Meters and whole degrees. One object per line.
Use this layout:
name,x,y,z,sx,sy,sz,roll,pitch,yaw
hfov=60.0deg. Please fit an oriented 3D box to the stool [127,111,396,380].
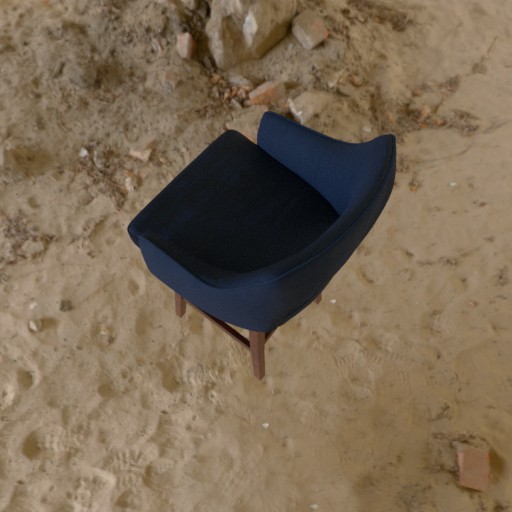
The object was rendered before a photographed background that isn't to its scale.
stool,0.000,0.000,1.373,0.560,1.041,0.550,35,68,16
